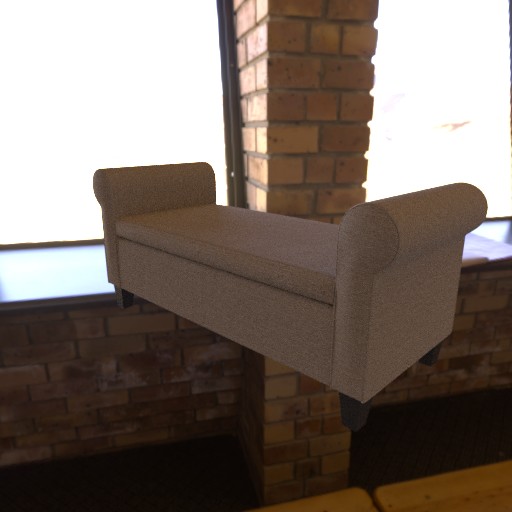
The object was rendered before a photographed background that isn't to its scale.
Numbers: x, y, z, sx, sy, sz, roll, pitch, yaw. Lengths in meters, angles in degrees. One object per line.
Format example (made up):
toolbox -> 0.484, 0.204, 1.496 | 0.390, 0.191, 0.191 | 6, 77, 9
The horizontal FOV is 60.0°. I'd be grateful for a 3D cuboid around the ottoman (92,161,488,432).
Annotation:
ottoman -> 0.000, 0.000, 1.496 | 1.256, 0.547, 0.521 | 15, 22, 42
